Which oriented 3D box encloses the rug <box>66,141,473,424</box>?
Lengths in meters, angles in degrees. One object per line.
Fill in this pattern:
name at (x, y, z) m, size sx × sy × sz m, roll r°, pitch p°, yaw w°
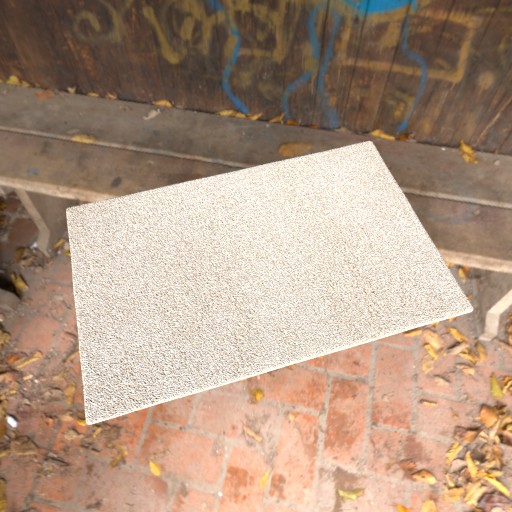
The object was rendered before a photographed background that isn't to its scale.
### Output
rug at (0.000, 0.000, 3.423) m, size 2.743 × 0.030 × 1.778 m, roll -14°, pitch 59°, yaw -9°
